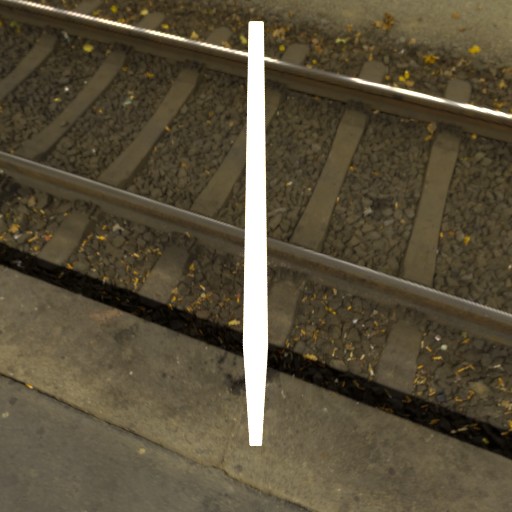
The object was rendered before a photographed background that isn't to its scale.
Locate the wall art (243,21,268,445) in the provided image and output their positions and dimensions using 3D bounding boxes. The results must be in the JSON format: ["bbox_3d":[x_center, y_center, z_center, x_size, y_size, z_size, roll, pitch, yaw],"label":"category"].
[{"bbox_3d":[0.000,0.000,1.296,0.038,0.889,0.889,0,58,0],"label":"wall art"}]
